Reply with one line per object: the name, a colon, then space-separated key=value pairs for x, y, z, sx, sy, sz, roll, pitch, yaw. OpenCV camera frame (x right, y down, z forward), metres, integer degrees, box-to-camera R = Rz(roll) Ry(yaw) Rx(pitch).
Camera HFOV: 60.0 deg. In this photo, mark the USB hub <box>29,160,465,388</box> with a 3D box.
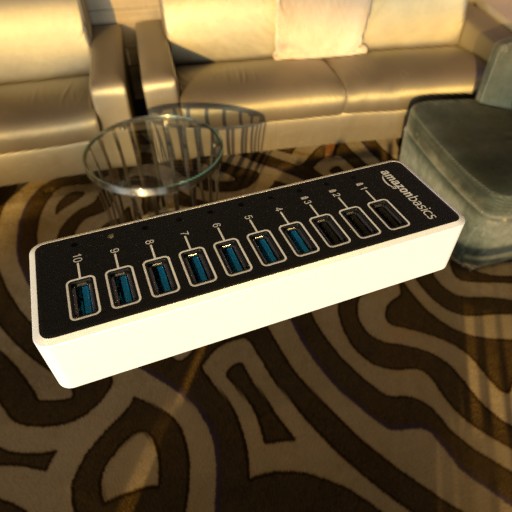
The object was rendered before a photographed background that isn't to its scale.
USB hub: x=0.000 y=0.000 z=0.159 sx=0.145 sy=0.023 sz=0.044 roll=-15 pitch=47 yaw=-15
